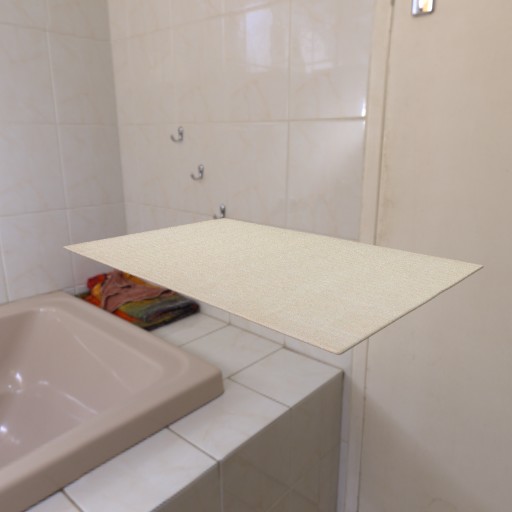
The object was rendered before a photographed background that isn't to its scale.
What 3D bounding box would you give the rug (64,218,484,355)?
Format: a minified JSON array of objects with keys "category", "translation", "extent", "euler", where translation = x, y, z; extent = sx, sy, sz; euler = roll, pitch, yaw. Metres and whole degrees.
[{"category":"rug","translation":[0.000,0.000,2.311],"extent":[1.848,0.014,1.238],"euler":[14,21,42]}]
